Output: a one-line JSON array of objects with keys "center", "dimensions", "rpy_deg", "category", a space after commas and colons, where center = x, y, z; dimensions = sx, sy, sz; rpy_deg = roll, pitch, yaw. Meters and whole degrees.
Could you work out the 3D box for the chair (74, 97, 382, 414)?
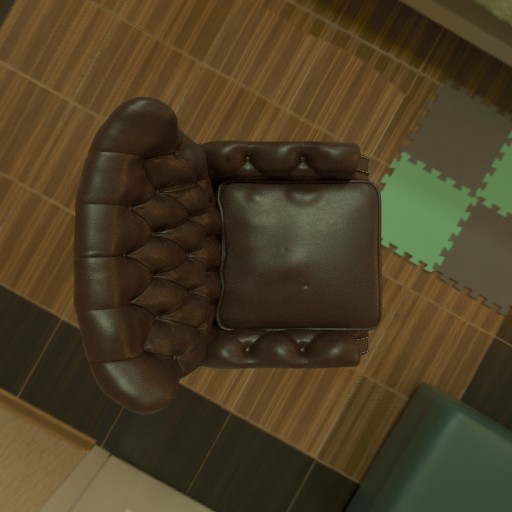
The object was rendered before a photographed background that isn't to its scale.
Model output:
[{"center": [0.000, 0.000, 1.397], "dimensions": [0.823, 0.864, 0.709], "rpy_deg": [0, 90, 0], "category": "chair"}]
